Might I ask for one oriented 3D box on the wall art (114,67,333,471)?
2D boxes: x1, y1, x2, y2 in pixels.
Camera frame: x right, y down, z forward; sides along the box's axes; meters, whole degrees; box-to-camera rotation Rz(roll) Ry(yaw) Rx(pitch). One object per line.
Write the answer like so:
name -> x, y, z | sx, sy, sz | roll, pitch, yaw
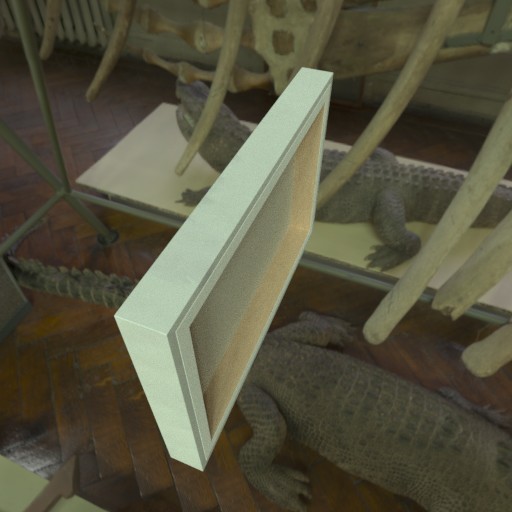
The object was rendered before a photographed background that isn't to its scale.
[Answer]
wall art -> 0.000, 0.000, 0.486 | 0.038, 0.254, 0.381 | 17, 49, 15
